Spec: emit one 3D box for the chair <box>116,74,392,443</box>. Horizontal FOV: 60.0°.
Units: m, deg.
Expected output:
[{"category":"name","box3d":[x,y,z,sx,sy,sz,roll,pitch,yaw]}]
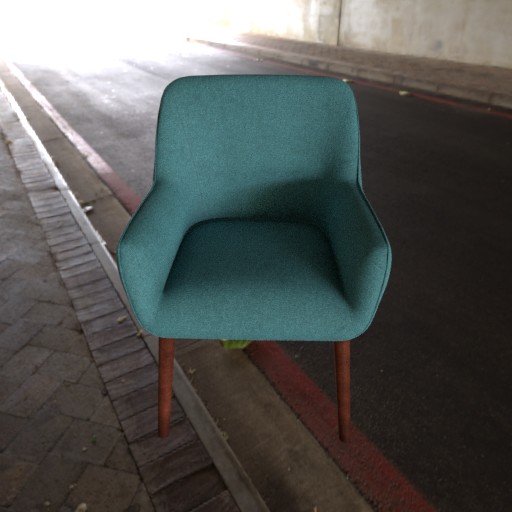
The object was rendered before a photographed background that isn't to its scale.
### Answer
[{"category":"chair","box3d":[0.000,0.000,1.138,0.543,0.803,0.519,1,31,1]}]
